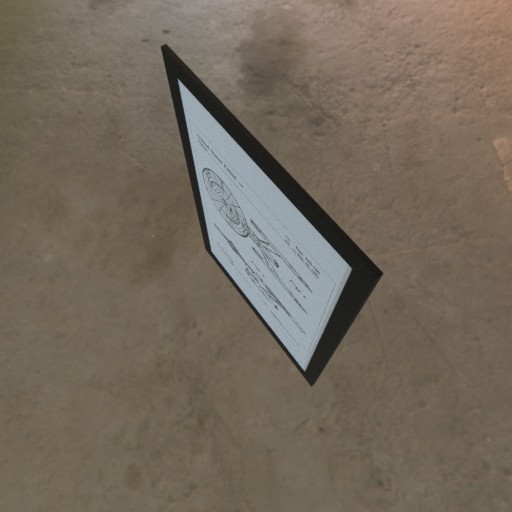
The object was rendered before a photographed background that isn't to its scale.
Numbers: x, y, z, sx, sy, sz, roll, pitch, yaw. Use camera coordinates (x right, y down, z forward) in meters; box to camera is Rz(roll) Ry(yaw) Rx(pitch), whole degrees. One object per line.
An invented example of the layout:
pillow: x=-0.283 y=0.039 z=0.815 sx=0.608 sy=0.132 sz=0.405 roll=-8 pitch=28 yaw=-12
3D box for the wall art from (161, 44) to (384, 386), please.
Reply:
wall art: x=0.000 y=0.000 z=0.704 sx=0.008 sy=0.530 sz=0.379 roll=-33 pitch=68 yaw=-15
